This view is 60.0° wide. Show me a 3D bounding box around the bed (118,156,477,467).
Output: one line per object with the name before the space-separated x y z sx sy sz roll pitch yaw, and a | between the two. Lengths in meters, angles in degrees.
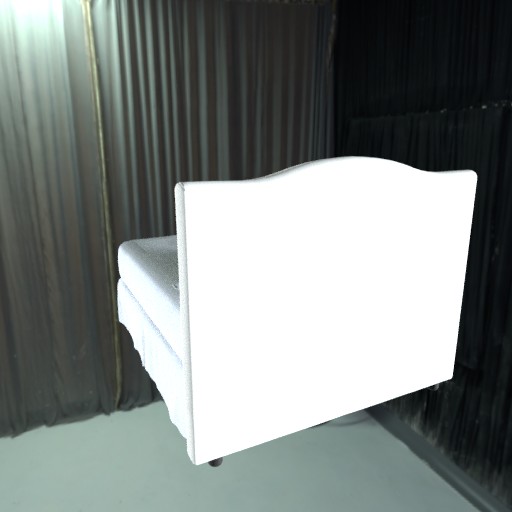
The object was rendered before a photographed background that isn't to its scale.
bed | 0.000 0.000 3.193 1.753 1.460 2.143 -7 16 -26
